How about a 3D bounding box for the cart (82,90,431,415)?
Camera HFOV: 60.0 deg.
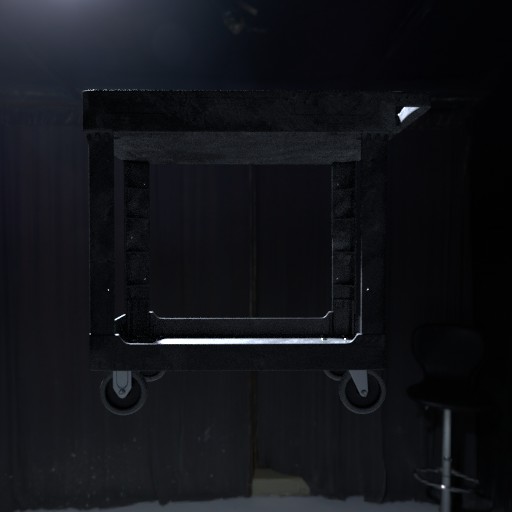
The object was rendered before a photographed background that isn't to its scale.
[{"bbox_3d":[0.000,0.000,1.309,0.877,0.824,0.420,0,1,-1],"label":"cart"}]
